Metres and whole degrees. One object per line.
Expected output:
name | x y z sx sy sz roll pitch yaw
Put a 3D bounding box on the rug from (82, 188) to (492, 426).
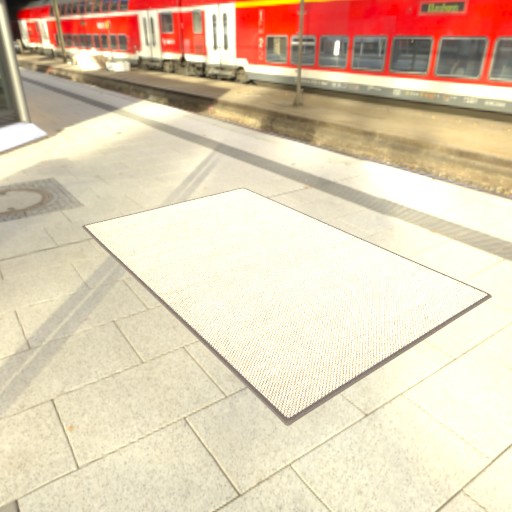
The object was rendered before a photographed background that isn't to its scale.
rug | 0.000 0.000 2.048 1.067 0.013 1.676 -19 33 -33
